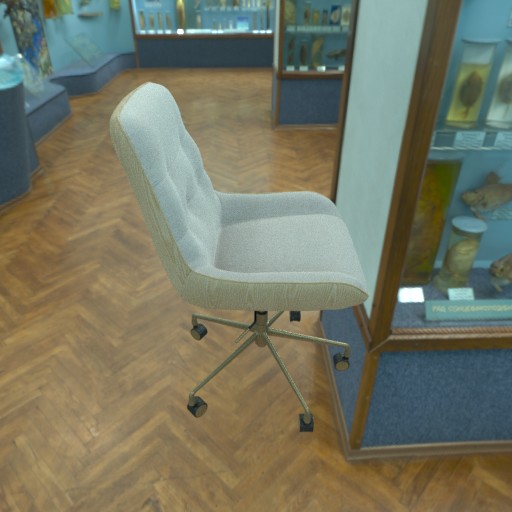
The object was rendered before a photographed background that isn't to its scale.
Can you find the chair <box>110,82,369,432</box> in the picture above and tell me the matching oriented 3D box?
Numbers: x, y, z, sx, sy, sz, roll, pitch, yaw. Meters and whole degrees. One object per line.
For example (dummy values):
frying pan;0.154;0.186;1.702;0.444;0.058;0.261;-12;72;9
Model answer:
chair;0.000;0.000;1.342;0.668;0.952;0.564;0;33;0
